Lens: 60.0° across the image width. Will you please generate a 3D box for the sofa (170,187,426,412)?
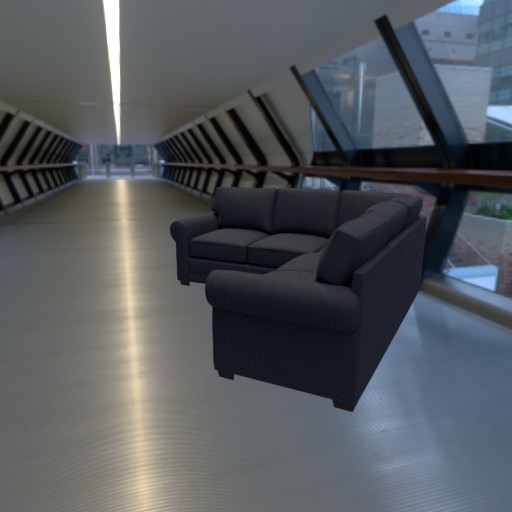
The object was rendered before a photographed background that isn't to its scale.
[{"bbox_3d":[0.000,0.000,3.902,2.487,1.042,2.562,7,14,27],"label":"sofa"}]
